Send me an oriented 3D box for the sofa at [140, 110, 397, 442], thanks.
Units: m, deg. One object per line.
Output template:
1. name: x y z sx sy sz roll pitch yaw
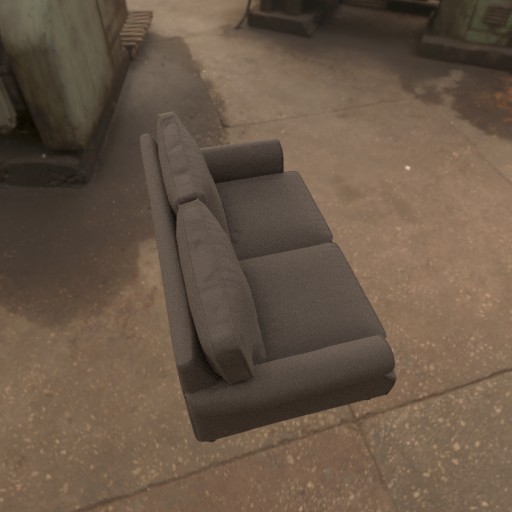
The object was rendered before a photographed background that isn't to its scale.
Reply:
1. sofa: 0.000 0.000 2.307 0.964 0.937 1.665 -11 49 -10
